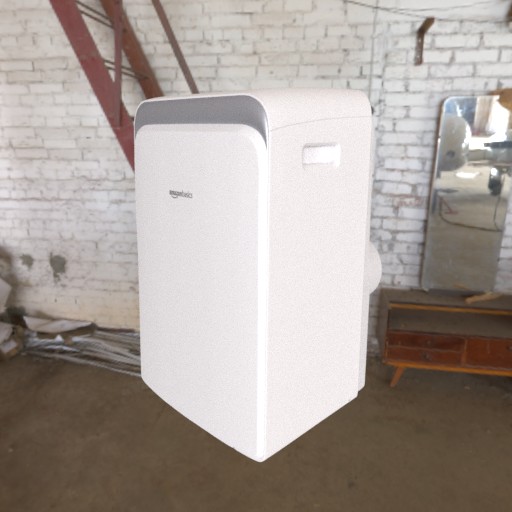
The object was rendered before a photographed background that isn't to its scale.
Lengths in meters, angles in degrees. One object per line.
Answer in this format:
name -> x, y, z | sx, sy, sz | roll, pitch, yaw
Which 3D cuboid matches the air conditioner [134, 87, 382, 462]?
air conditioner -> 0.000, 0.000, 1.085 | 0.478, 0.765, 0.467 | 15, 22, 42
